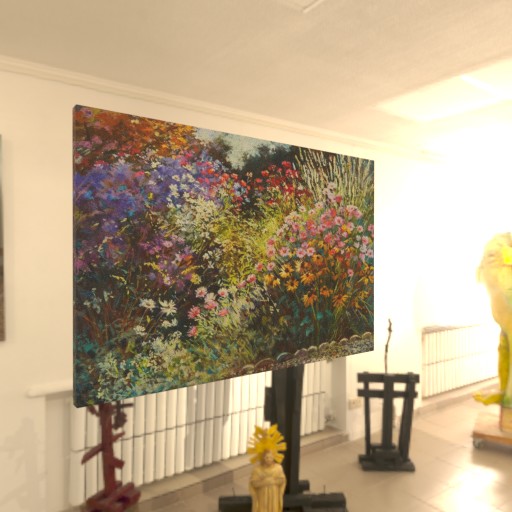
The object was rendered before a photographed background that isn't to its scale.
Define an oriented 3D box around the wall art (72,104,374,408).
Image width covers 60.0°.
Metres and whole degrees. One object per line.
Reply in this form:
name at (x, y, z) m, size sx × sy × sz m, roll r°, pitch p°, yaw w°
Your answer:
wall art at (0.000, 0.000, 1.455) m, size 1.136 × 0.760 × 0.042 m, roll 0°, pitch 0°, yaw -36°
